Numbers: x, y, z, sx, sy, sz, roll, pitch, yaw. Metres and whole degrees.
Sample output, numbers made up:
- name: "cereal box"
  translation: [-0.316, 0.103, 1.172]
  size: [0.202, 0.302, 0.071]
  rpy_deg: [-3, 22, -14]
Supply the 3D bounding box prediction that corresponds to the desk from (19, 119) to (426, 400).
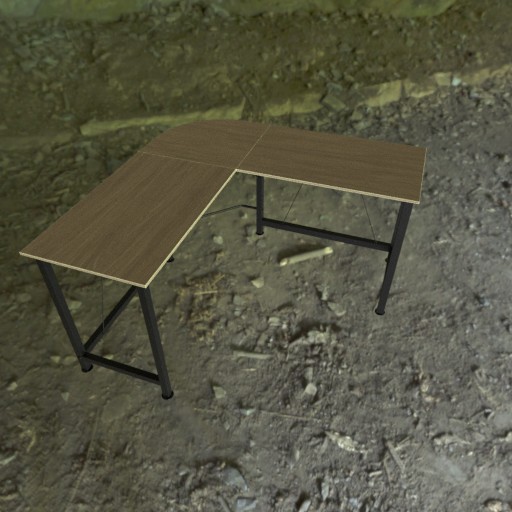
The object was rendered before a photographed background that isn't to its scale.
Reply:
- name: "desk"
  translation: [0.000, 0.000, 2.244]
  size: [1.400, 0.762, 1.400]
  rpy_deg: [13, 42, 15]
